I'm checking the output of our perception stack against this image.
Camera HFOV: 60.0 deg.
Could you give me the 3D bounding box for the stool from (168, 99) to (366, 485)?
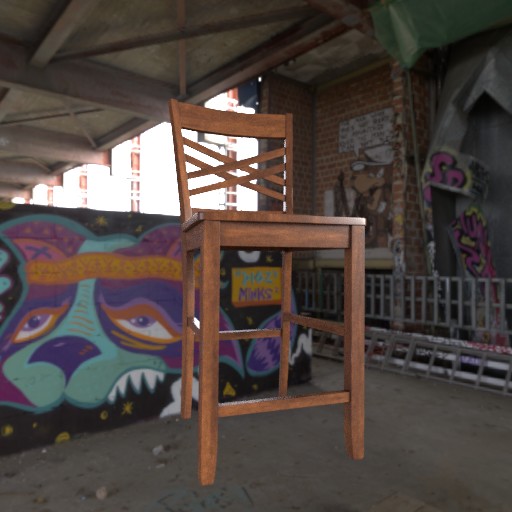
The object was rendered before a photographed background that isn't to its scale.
[{"bbox_3d":[0.000,0.000,1.352,0.462,1.079,0.539,0,-1,-19],"label":"stool"}]
